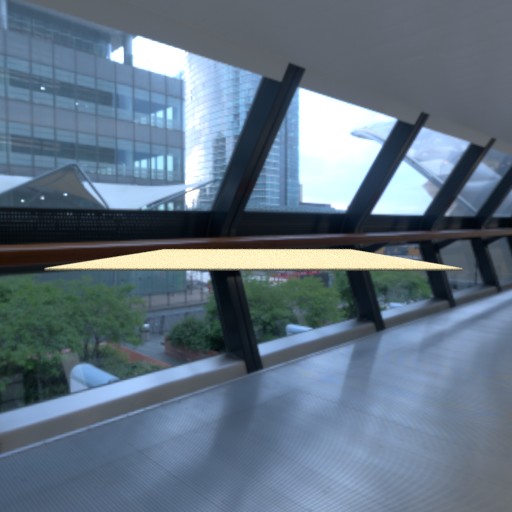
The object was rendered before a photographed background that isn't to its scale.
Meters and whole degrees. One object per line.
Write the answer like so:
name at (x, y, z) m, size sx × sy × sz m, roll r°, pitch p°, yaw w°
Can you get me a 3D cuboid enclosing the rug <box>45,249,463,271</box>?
rug at (0.000, 0.000, 4.177) m, size 2.452 × 0.016 × 3.204 m, roll 0°, pitch 3°, yaw 1°
